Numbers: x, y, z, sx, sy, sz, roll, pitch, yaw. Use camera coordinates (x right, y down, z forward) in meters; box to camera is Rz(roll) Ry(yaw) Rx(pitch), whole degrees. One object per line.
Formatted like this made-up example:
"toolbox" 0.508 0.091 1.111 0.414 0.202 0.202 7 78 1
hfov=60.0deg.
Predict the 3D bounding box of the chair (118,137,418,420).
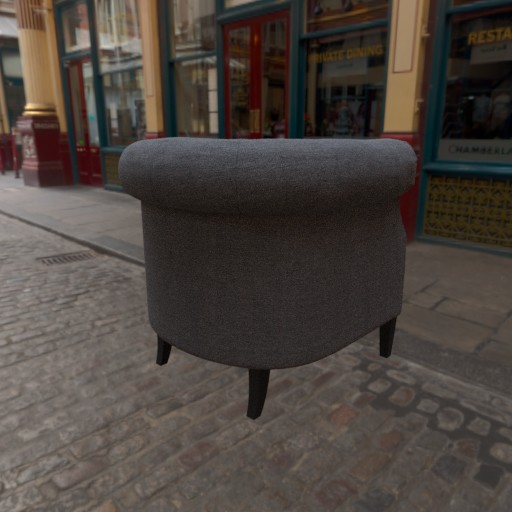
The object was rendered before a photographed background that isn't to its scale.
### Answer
"chair" 0.000 0.000 1.602 0.905 0.827 0.852 14 20 42
